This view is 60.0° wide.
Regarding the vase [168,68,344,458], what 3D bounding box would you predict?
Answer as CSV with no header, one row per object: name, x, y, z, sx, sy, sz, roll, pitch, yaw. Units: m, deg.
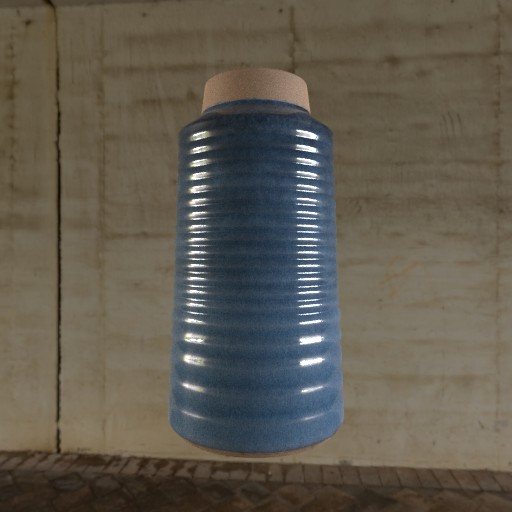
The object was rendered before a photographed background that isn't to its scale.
vase,0.000,0.000,0.419,0.163,0.316,0.163,0,0,0
